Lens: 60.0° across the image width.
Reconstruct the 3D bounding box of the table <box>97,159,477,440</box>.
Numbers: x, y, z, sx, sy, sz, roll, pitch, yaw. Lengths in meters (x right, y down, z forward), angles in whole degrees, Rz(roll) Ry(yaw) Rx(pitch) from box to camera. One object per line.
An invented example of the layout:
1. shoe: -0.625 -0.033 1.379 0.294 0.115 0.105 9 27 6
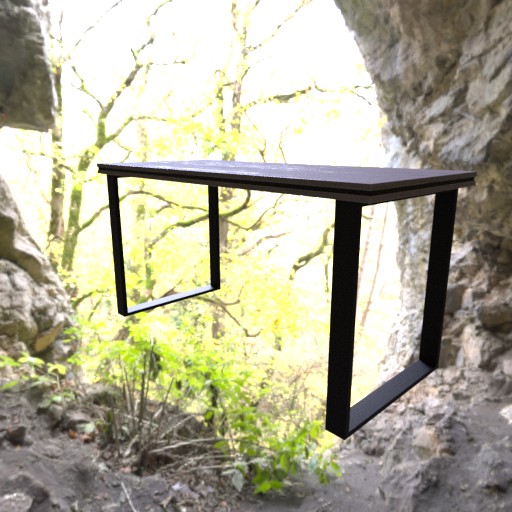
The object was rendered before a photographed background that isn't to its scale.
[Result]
1. table: 0.000 0.000 2.275 0.795 0.899 1.778 -14 20 -42
